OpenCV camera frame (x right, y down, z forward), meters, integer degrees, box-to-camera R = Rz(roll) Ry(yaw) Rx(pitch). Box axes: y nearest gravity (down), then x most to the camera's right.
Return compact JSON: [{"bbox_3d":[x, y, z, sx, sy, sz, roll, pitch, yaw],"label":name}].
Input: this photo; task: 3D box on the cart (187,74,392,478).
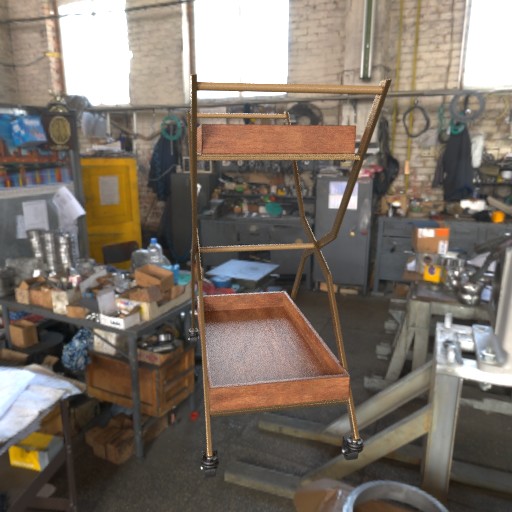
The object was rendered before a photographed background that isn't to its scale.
[{"bbox_3d":[0.000,0.000,1.306,0.405,0.869,0.836,-2,14,-10],"label":"cart"}]
